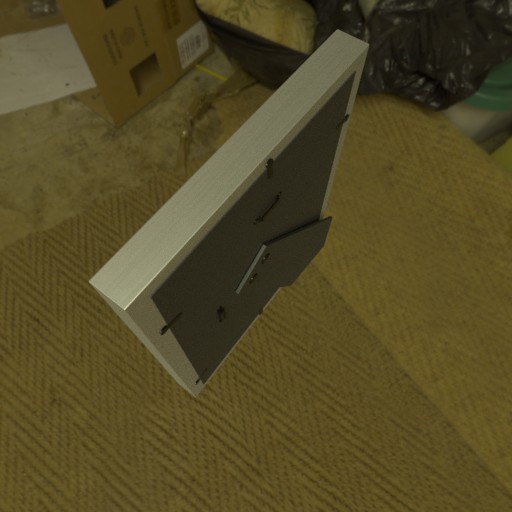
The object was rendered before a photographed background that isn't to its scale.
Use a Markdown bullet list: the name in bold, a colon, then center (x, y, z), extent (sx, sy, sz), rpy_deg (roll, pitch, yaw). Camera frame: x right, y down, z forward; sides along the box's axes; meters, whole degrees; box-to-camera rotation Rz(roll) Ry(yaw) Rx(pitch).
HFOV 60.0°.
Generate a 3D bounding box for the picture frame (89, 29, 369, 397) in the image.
- **picture frame**: center (0.000, 0.000, 0.384), extent (0.036, 0.282, 0.233), rpy_deg (34, 69, 15)
